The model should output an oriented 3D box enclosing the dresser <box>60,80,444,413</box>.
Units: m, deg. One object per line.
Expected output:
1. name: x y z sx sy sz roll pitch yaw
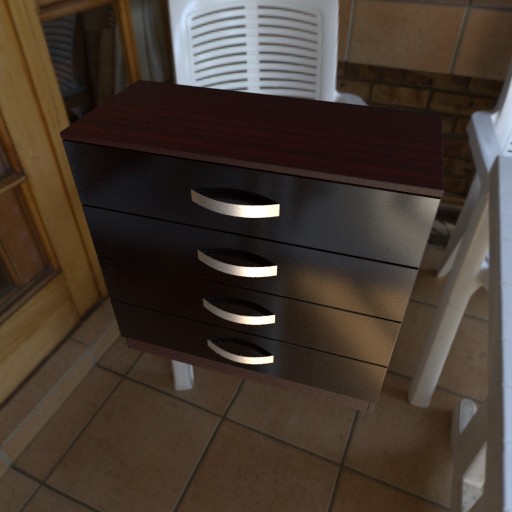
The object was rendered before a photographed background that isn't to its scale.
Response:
1. dresser: 0.000 0.000 1.166 0.750 0.720 0.360 11 42 13
